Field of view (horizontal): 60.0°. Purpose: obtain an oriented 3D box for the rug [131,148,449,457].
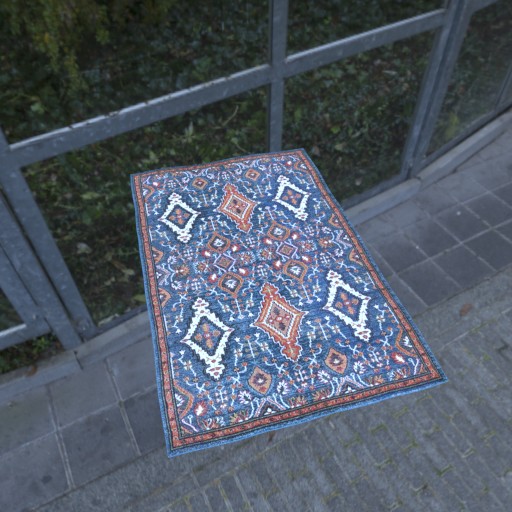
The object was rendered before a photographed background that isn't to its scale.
[{"bbox_3d":[0.000,0.000,2.371,1.195,0.014,1.847,-11,47,-11],"label":"rug"}]
